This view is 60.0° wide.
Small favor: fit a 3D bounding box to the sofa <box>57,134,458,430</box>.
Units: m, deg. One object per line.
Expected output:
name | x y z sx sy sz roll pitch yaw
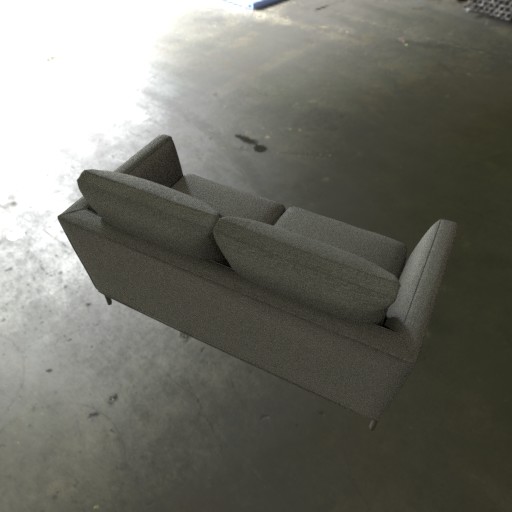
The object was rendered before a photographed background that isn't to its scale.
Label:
sofa | 0.000 0.000 2.107 1.594 0.924 0.803 21 50 19
